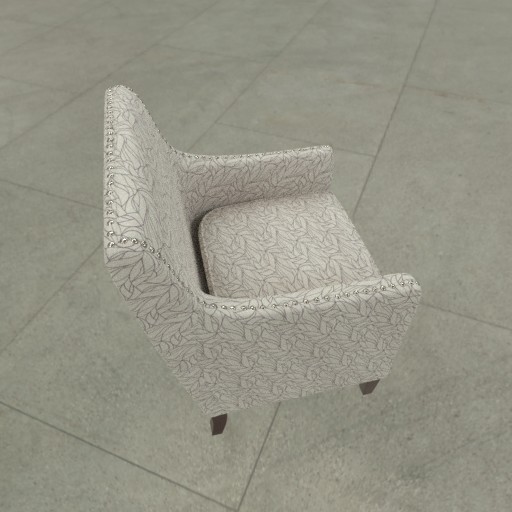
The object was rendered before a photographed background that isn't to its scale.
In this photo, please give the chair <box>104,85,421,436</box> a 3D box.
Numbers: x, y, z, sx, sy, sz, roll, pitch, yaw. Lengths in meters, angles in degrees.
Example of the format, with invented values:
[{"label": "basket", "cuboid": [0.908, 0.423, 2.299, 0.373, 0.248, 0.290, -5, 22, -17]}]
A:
[{"label": "chair", "cuboid": [0.000, 0.000, 1.242, 0.651, 0.816, 0.623, -10, 47, -9]}]
